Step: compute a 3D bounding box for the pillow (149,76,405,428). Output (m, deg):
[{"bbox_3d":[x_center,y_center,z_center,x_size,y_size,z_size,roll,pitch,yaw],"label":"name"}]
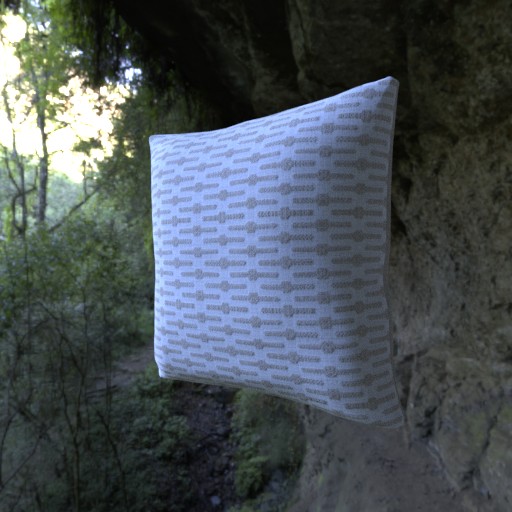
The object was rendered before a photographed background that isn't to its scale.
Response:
[{"bbox_3d":[0.000,0.000,0.760,0.496,0.491,0.219,-1,-1,35],"label":"pillow"}]
